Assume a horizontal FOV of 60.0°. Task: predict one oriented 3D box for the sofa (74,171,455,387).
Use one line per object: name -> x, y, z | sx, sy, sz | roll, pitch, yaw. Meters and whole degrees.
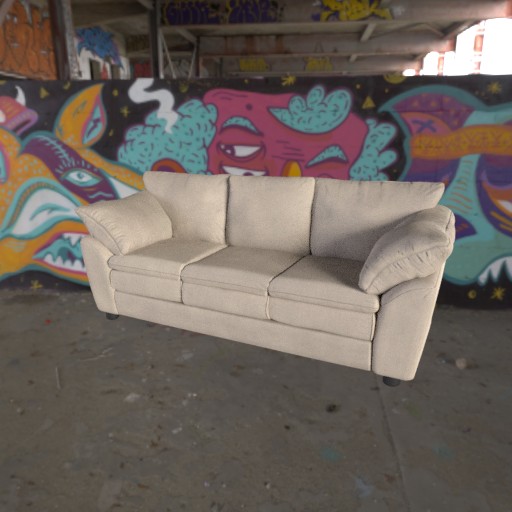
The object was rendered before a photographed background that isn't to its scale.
sofa -> 0.000, 0.000, 2.869 | 2.334, 0.996, 0.878 | 7, 16, 26
